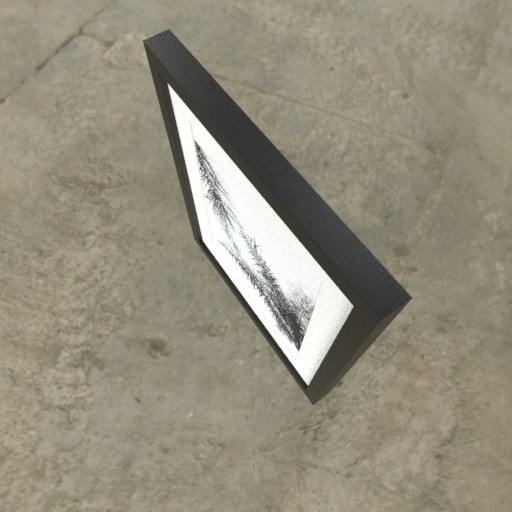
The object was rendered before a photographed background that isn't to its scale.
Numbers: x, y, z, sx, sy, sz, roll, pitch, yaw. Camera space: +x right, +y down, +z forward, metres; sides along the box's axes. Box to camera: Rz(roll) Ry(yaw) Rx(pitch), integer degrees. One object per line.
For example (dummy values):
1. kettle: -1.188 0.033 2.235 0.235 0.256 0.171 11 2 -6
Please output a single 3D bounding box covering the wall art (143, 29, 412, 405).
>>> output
1. wall art: 0.000 0.000 0.520 0.028 0.380 0.325 -32 68 -15
